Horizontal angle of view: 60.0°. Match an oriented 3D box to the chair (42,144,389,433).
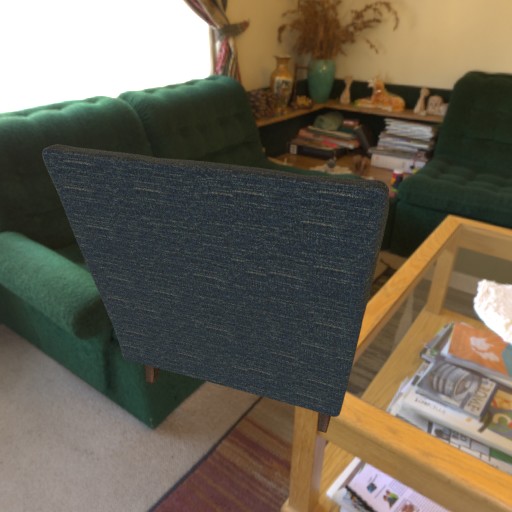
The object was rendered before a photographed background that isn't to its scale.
[{"bbox_3d":[0.000,0.000,1.577,0.864,0.928,0.873,10,31,17],"label":"chair"}]
